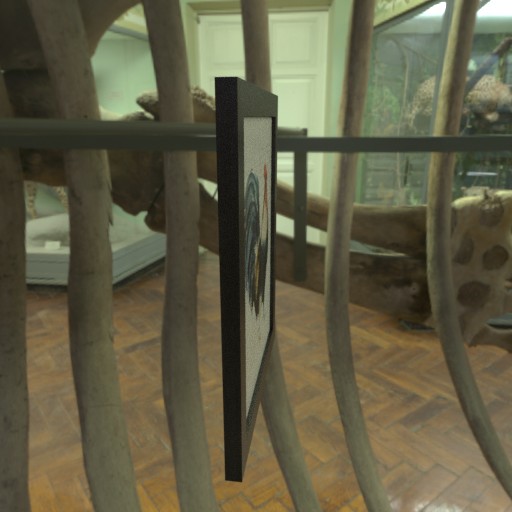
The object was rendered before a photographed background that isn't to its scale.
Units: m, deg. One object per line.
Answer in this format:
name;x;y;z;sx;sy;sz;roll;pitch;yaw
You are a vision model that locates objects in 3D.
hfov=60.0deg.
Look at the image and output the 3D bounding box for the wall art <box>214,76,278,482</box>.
wall art;0.000;0.000;0.823;0.027;0.580;0.479;2;18;8
